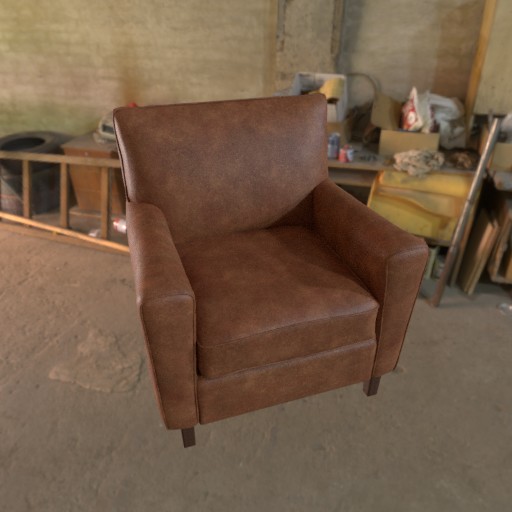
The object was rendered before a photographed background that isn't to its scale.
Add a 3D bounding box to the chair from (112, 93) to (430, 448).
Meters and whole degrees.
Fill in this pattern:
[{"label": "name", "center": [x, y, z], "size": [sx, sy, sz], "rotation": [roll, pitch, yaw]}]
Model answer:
[{"label": "chair", "center": [0.000, 0.000, 1.603], "size": [0.870, 0.943, 0.823], "rotation": [-10, 33, -15]}]
